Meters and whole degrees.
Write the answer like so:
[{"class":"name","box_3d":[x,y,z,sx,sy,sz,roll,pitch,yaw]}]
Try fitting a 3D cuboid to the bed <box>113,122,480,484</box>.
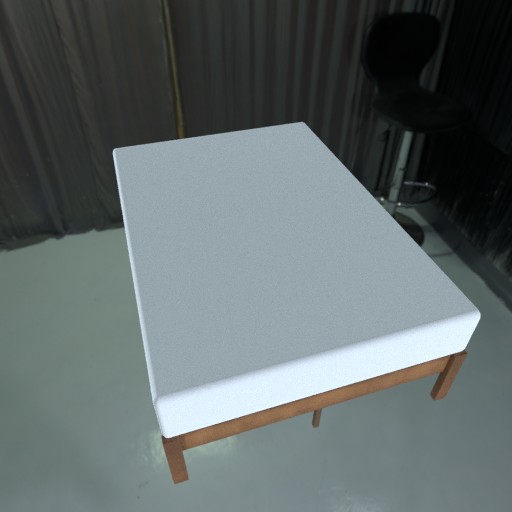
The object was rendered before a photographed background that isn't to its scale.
[{"class":"bed","box_3d":[0.000,0.000,2.527,1.348,0.616,1.927,-12,43,-13]}]
